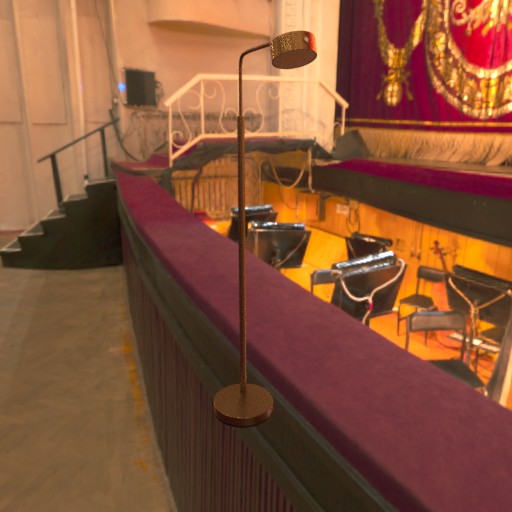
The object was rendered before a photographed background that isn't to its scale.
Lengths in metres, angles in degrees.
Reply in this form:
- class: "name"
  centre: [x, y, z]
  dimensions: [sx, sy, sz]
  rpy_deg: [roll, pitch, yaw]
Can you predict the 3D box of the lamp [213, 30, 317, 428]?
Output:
- class: "lamp"
  centre: [0.000, 0.000, 1.395]
  dimensions: [0.219, 1.230, 0.418]
  rpy_deg: [-8, 18, -27]
